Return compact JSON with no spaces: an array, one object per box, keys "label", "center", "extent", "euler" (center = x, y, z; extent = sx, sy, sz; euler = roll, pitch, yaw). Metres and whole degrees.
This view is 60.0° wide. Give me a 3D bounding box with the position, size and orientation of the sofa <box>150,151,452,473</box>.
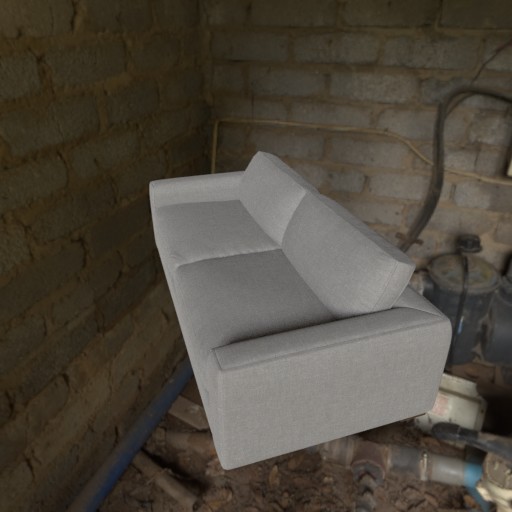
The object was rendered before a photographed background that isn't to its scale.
[{"label":"sofa","center":[0.000,0.000,2.734],"extent":[1.070,0.801,2.262],"euler":[-9,30,-16]}]
